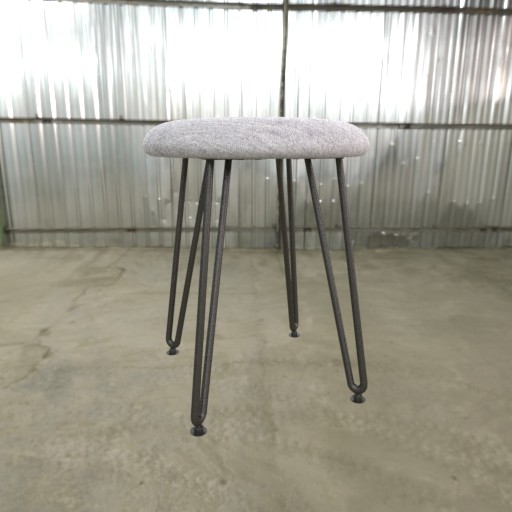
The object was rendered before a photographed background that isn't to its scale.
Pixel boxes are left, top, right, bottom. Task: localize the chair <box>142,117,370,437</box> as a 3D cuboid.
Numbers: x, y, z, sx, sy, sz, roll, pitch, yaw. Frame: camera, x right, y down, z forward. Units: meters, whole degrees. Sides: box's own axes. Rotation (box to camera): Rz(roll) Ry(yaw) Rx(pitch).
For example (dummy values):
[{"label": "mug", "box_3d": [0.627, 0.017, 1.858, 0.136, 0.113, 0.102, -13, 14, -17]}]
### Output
[{"label": "chair", "box_3d": [0.000, 0.000, 0.657, 0.350, 0.386, 0.350, 7, 16, 26]}]
